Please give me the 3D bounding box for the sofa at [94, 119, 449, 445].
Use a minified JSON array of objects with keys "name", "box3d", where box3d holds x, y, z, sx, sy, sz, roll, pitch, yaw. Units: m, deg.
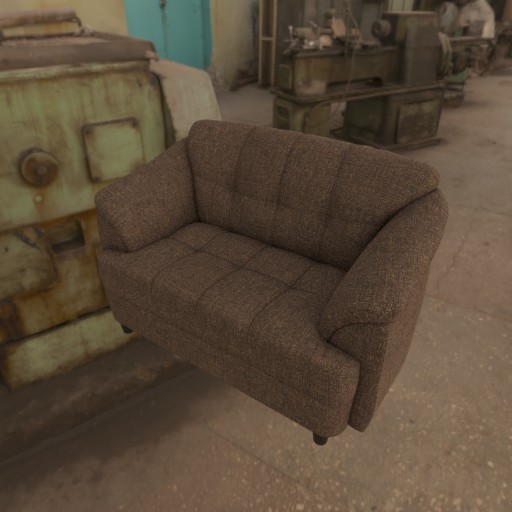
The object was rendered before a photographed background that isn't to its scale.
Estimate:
[{"name":"sofa","box3d":[0.000,0.000,1.911,1.404,0.895,0.799,20,37,30]}]
